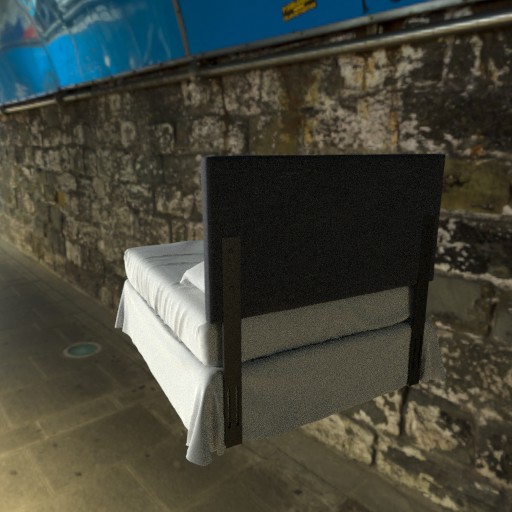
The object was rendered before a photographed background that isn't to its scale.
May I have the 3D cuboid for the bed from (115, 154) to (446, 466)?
[{"bbox_3d":[0.000,0.000,3.470,1.936,1.577,2.222,-7,16,-27],"label":"bed"}]
